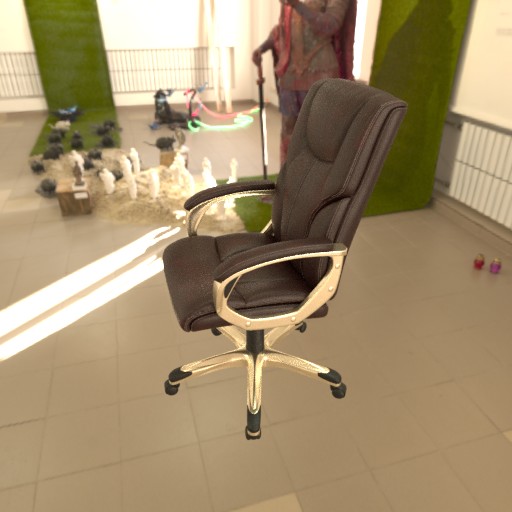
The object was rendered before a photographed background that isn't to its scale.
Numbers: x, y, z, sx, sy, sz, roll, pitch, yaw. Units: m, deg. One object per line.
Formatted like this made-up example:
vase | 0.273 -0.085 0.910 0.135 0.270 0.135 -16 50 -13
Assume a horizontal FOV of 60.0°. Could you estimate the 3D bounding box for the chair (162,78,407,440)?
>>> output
chair | 0.000 0.000 1.549 0.739 1.107 0.662 -9 31 -15
